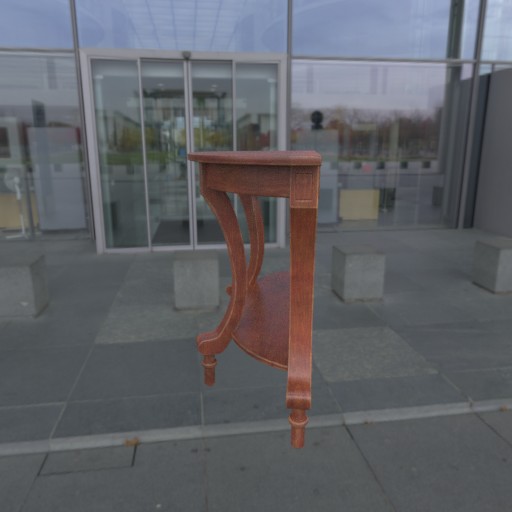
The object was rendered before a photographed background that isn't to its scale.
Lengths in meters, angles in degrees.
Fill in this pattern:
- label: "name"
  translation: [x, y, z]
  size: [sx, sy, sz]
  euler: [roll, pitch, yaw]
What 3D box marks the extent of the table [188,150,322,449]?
- label: "table"
  translation: [0.000, 0.000, 1.532]
  size: [0.394, 0.699, 1.198]
  euler: [2, 14, 6]
